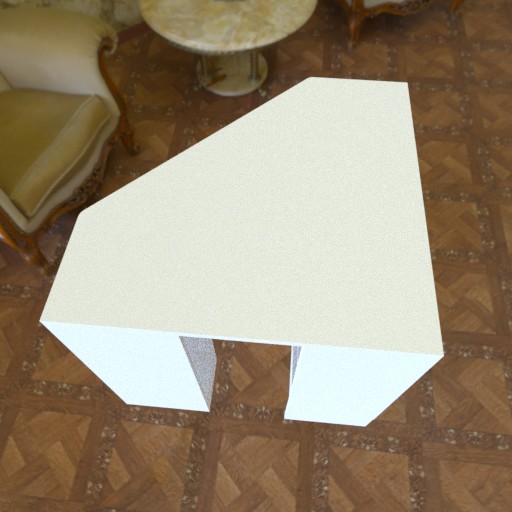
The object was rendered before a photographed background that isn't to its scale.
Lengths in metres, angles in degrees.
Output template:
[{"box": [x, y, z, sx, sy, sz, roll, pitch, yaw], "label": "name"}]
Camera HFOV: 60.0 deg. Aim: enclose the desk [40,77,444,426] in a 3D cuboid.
[{"box": [0.000, 0.000, 1.601, 0.926, 0.818, 0.940, 4, 59, 3], "label": "desk"}]
